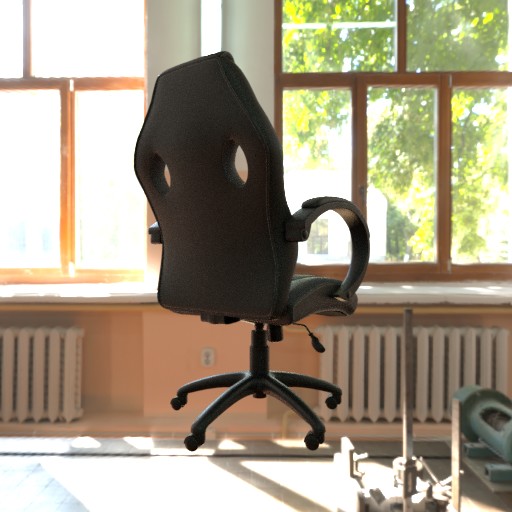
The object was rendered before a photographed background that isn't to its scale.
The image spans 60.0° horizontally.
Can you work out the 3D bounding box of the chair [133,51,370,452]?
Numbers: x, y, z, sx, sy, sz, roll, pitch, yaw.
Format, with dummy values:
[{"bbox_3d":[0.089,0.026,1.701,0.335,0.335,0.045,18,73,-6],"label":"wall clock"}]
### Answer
[{"bbox_3d":[0.000,0.000,1.607,0.673,1.187,0.724,0,0,36],"label":"chair"}]
